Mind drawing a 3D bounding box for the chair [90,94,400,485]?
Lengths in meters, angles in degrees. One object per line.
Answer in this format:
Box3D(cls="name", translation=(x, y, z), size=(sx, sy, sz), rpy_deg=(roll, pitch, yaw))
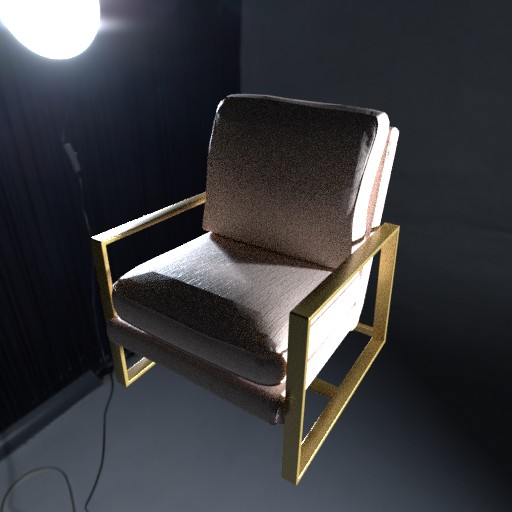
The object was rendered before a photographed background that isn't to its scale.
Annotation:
Box3D(cls="chair", translation=(0.000, 0.000, 1.503), size=(0.758, 0.956, 0.813), rpy_deg=(17, 33, 29))
